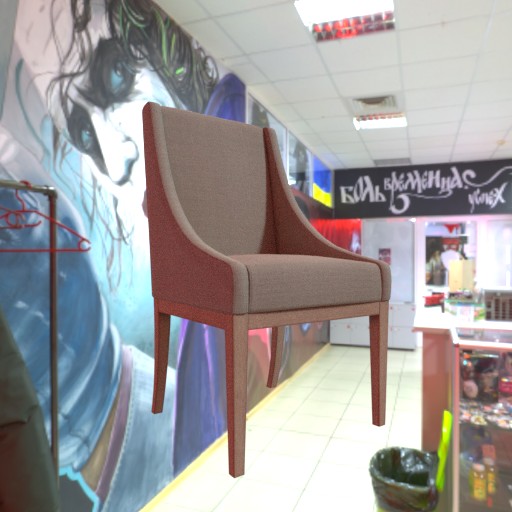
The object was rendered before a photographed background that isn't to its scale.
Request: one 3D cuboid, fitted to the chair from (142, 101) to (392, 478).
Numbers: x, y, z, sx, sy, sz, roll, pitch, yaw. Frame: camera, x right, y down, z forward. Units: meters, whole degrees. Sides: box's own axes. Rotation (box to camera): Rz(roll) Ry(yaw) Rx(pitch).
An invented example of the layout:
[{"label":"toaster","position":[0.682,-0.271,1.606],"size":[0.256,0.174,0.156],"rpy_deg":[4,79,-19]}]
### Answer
[{"label":"chair","position":[0.000,0.000,1.410],"size":[0.575,1.021,0.611],"rpy_deg":[0,0,-36]}]
